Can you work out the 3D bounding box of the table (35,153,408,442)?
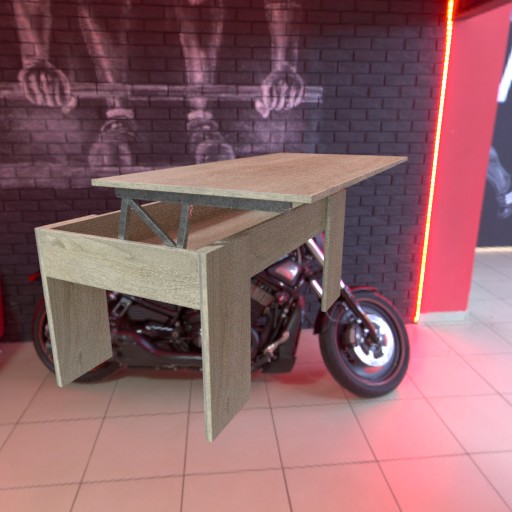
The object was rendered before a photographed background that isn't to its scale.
[{"bbox_3d":[0.000,0.000,1.392,0.711,0.570,1.000,8,19,26],"label":"table"}]
